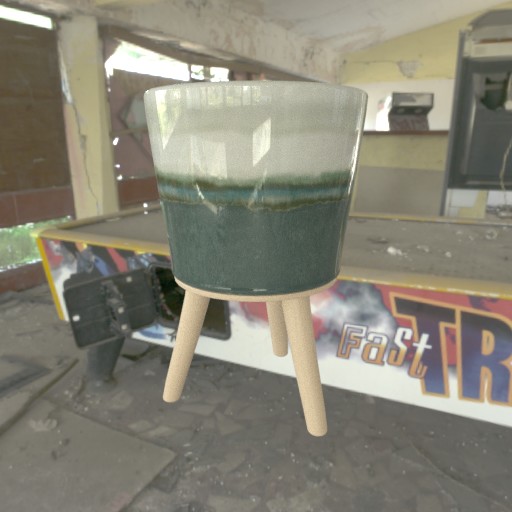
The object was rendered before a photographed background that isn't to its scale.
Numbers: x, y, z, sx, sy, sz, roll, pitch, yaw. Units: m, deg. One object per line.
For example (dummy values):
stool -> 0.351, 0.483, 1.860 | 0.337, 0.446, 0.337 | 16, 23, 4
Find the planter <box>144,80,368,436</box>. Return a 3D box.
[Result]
planter -> 0.000, 0.000, 0.480 | 0.217, 0.331, 0.217 | -7, 16, -26
